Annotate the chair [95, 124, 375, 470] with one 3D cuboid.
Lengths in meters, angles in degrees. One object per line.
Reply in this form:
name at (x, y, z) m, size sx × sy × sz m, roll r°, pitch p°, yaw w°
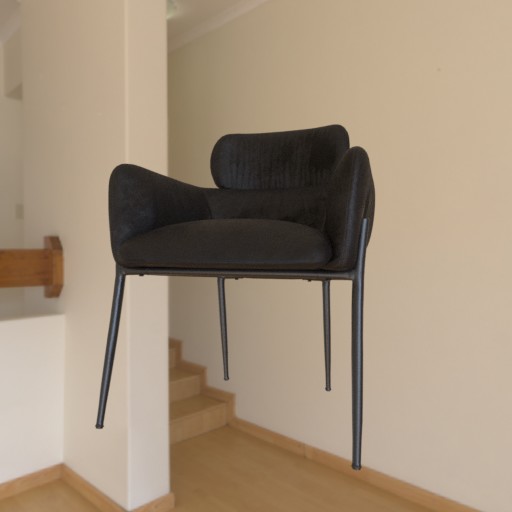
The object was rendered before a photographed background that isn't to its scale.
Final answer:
chair at (0.000, 0.000, 1.214) m, size 0.640 × 0.818 × 0.604 m, roll 0°, pitch 1°, yaw 19°
